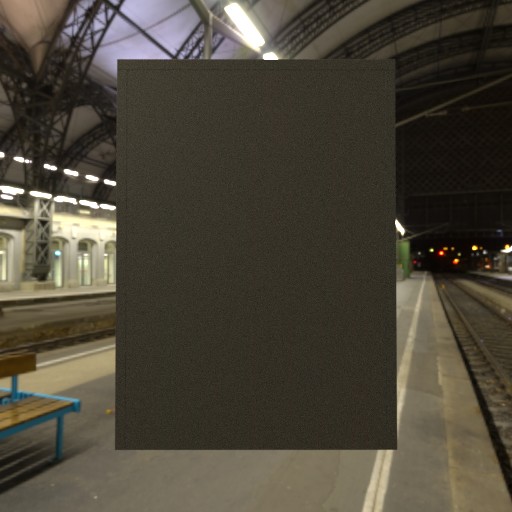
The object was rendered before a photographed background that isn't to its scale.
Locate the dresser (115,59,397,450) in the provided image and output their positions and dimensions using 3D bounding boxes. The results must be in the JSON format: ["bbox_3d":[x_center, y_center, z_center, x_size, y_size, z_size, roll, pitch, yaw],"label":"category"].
[{"bbox_3d":[0.000,0.000,0.812,0.400,0.560,0.360,0,-1,0],"label":"dresser"}]
